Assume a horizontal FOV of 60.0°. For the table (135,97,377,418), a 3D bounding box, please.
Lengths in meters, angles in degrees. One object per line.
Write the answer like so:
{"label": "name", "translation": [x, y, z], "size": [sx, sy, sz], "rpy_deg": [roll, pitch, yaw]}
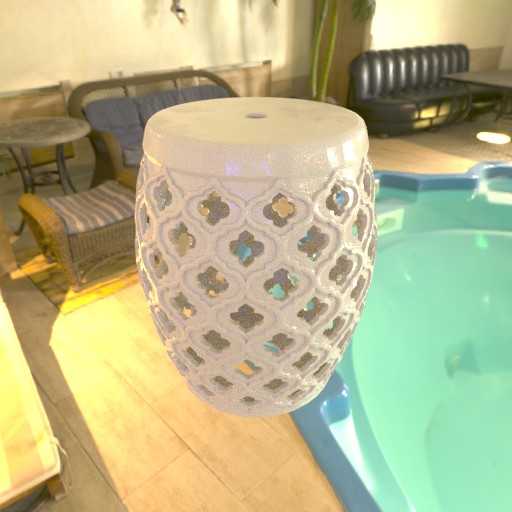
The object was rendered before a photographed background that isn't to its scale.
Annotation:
{"label": "table", "translation": [0.000, 0.000, 0.628], "size": [0.325, 0.388, 0.325], "rpy_deg": [0, 30, 0]}
